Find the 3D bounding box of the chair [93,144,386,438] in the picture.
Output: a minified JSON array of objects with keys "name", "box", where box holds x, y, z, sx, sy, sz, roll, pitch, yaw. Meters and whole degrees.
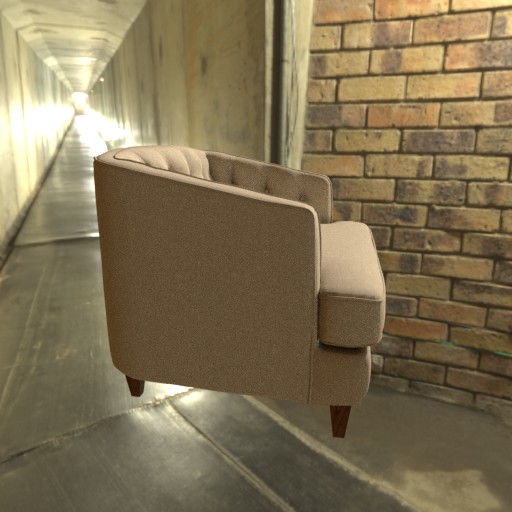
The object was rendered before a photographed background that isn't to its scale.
[{"name":"chair","box":[0.000,0.000,1.763,0.941,0.852,1.104,3,15,11]}]
